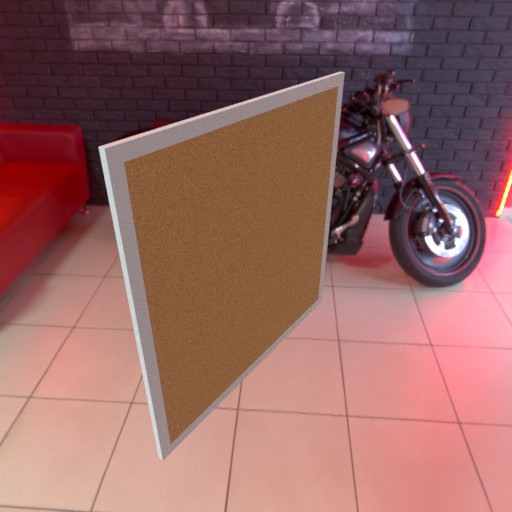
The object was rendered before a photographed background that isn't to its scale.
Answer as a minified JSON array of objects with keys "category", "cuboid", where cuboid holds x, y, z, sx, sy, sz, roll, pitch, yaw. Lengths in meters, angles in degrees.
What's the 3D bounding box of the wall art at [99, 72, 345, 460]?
[{"category":"wall art","cuboid":[0.000,0.000,0.667,0.009,0.457,0.456,22,38,30]}]
